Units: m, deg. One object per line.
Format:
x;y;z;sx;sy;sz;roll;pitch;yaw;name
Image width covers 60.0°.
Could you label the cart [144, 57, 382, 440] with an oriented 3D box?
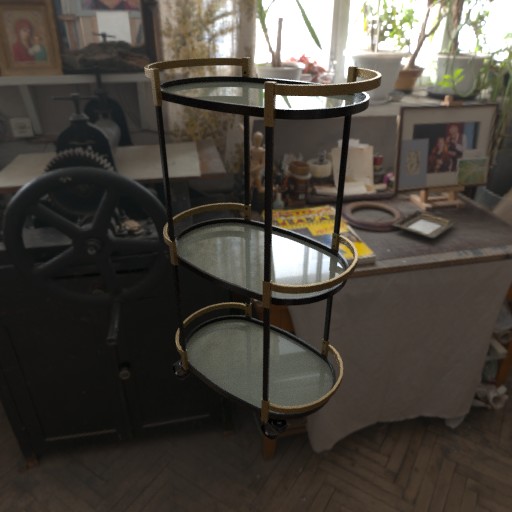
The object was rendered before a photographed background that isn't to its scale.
0.000;0.000;1.123;0.515;0.885;0.311;21;36;33;cart
